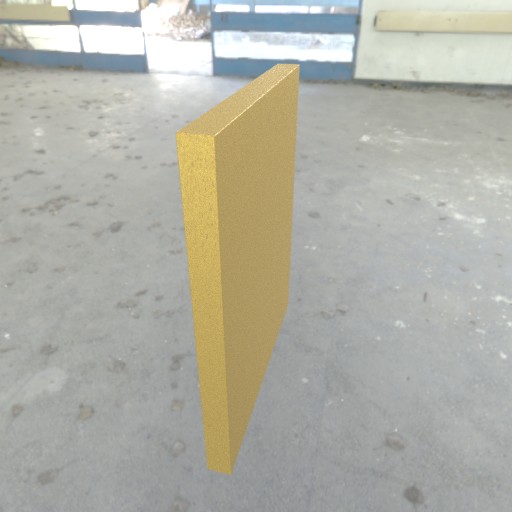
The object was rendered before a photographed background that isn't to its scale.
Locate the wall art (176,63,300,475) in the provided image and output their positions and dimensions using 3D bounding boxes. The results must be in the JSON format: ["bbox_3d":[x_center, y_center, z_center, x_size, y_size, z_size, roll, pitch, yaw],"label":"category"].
[{"bbox_3d":[0.000,0.000,0.891,0.048,0.642,0.537,8,32,13],"label":"wall art"}]
